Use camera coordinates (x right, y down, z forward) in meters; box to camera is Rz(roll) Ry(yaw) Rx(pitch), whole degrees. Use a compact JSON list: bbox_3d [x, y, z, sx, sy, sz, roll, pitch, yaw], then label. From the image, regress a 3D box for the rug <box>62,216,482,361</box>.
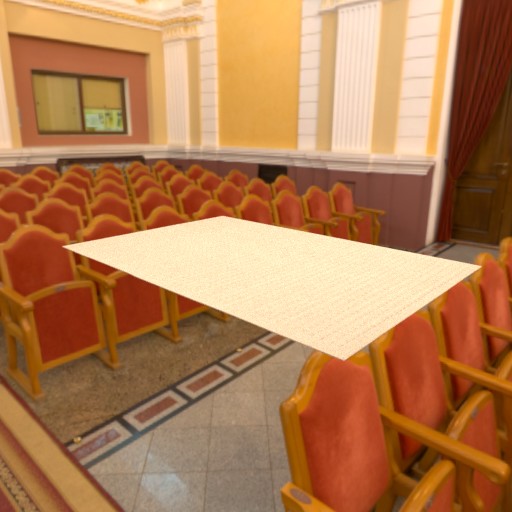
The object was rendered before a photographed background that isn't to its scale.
[{"bbox_3d":[0.000,0.000,2.870,2.289,0.006,1.523,15,22,41],"label":"rug"}]
